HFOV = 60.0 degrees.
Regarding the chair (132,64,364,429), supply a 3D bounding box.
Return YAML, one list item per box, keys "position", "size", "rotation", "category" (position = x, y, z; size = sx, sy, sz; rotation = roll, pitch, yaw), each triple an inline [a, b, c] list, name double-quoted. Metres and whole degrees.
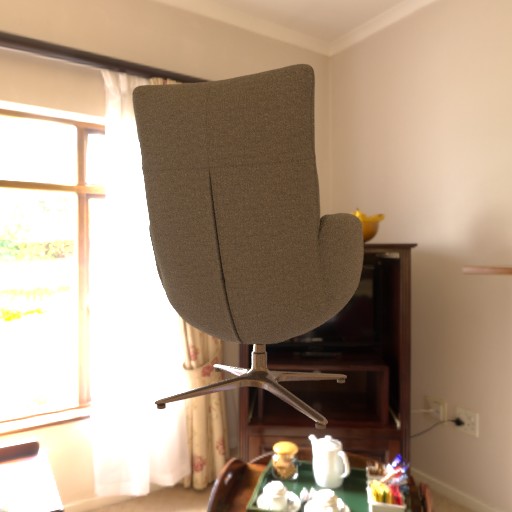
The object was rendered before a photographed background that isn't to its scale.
- position: [0.000, 0.000, 1.543]
  size: [0.702, 0.984, 0.831]
  rotation: [0, 0, 18]
  category: "chair"
